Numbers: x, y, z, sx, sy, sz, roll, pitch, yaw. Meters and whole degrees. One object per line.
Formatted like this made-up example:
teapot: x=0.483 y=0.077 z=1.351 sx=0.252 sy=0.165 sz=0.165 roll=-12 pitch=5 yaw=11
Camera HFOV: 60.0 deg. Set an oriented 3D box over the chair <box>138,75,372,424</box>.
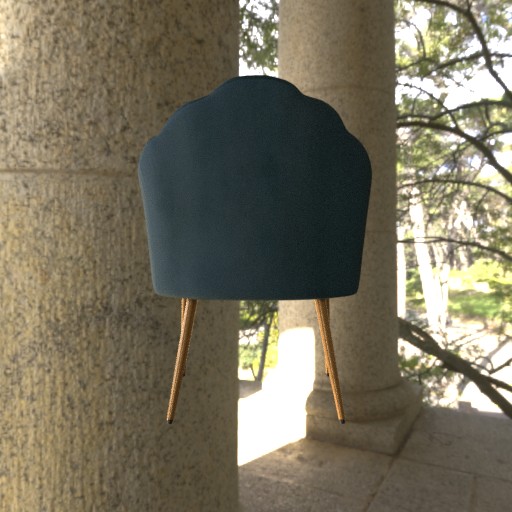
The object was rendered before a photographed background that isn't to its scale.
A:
chair: x=0.000 y=0.000 z=1.291 sx=0.657 sy=0.819 sz=0.599 roll=0 pitch=-1 yaw=0
